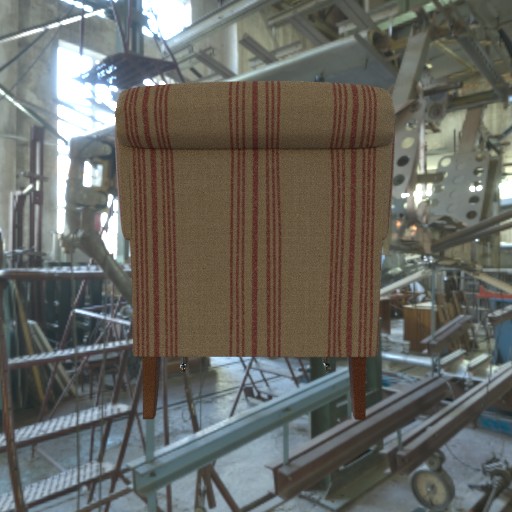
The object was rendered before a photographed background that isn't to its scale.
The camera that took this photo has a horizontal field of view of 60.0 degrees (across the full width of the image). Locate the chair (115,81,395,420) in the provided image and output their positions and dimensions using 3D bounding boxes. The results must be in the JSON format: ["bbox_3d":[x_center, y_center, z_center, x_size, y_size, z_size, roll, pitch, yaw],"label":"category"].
[{"bbox_3d":[0.000,0.000,1.849,0.933,1.123,1.058,0,0,0],"label":"chair"}]
